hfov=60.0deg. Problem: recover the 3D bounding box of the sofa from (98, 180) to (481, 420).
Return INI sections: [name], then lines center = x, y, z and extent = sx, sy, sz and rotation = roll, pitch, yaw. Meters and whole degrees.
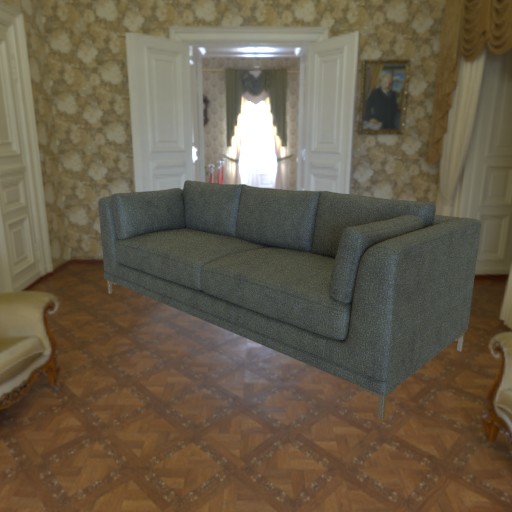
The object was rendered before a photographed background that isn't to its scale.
[sofa]
center = 0.000, 0.000, 2.911
extent = 2.415, 0.867, 0.969
rotation = 13, 19, 42
